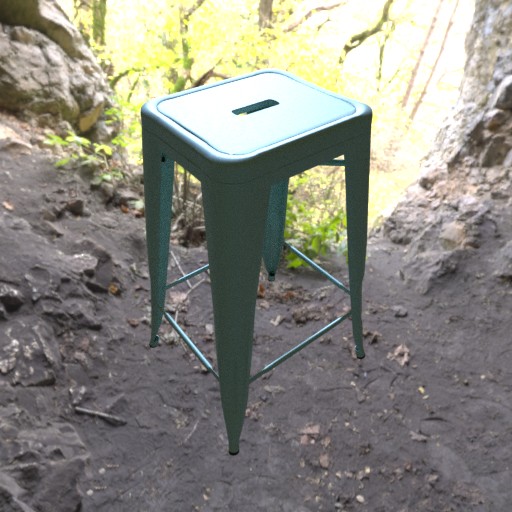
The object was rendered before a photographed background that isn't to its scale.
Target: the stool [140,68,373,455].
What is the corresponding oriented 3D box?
[{"bbox_3d":[0.000,0.000,0.876,0.399,0.609,0.359,-28,48,-28],"label":"stool"}]
